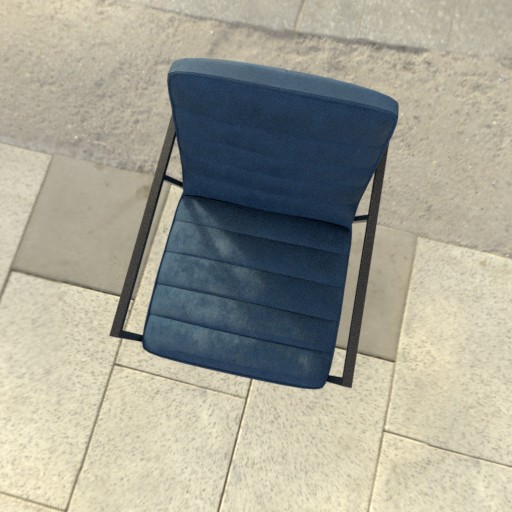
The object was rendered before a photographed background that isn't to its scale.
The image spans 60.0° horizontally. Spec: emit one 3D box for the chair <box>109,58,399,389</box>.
[{"bbox_3d":[0.000,0.000,1.283,0.571,0.833,0.677,12,77,3],"label":"chair"}]
